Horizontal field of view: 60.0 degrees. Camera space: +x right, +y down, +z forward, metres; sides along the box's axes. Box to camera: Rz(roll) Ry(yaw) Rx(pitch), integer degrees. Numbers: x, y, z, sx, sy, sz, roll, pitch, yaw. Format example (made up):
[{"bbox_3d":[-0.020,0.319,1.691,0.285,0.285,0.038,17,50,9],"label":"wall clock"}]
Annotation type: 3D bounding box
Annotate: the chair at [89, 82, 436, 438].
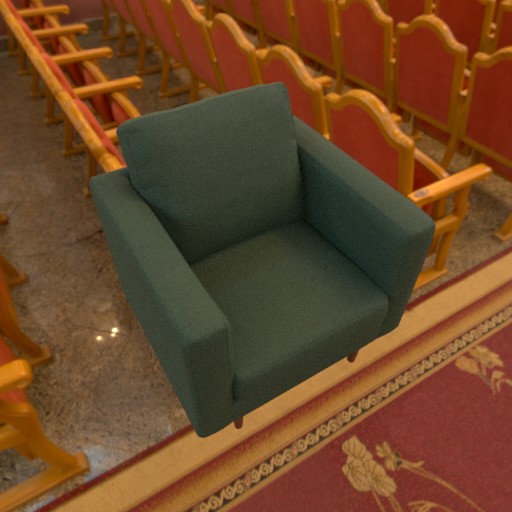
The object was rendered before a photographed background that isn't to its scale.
[{"bbox_3d":[0.000,0.000,1.558,0.855,0.927,0.800,-23,50,-21],"label":"chair"}]
